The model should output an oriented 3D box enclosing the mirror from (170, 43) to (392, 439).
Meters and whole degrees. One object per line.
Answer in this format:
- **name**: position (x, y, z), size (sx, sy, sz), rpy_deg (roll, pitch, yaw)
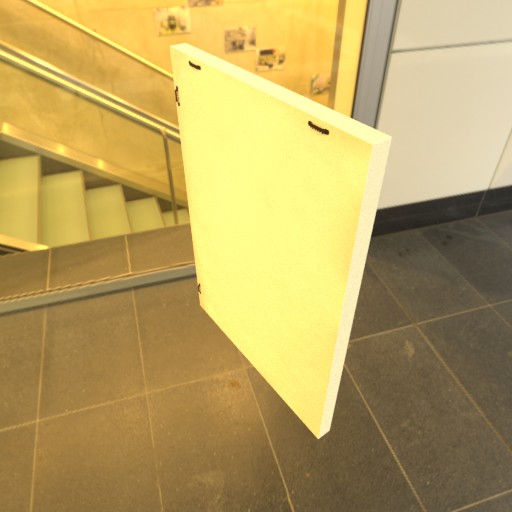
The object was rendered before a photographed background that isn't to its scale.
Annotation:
- **mirror**: position (0.000, 0.000, 0.919), size (0.040, 0.710, 0.507), rpy_deg (-26, 47, -27)
